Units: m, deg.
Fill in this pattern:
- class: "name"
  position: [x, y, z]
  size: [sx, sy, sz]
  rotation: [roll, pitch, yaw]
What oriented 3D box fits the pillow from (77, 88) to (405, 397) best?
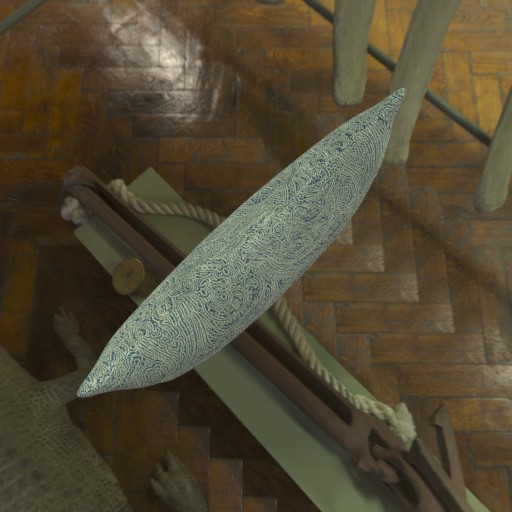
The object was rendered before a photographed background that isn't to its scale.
- class: "pillow"
  position: [0.000, 0.000, 0.736]
  size: [0.615, 0.295, 0.151]
  rotation: [-44, 80, -10]
